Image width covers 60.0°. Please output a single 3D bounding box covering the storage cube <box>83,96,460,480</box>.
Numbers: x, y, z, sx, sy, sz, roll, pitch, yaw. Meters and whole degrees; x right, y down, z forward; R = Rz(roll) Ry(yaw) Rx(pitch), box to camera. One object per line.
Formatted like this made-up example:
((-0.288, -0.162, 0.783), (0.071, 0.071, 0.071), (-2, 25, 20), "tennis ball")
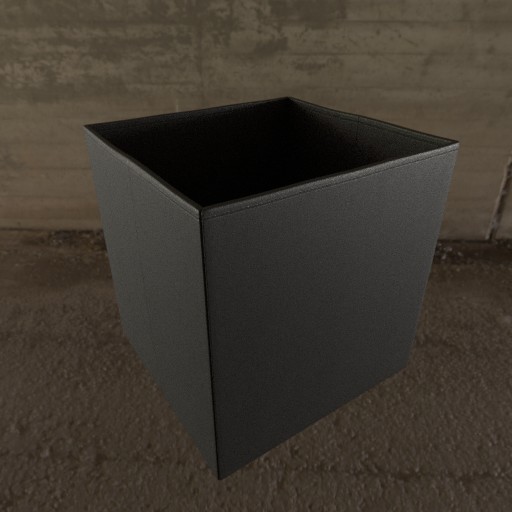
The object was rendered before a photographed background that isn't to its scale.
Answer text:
((0.000, 0.000, 0.499), (0.270, 0.280, 0.270), (-19, 35, -29), "storage cube")
